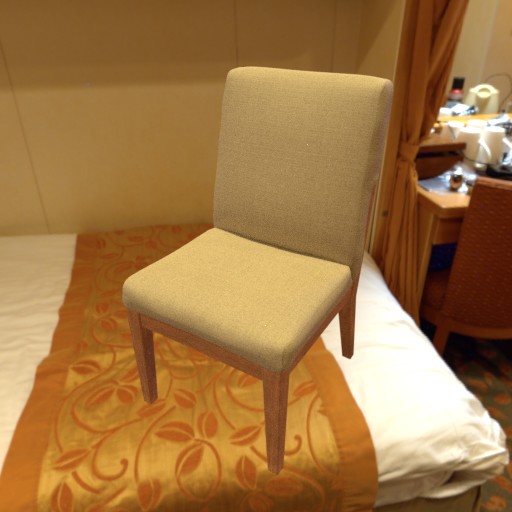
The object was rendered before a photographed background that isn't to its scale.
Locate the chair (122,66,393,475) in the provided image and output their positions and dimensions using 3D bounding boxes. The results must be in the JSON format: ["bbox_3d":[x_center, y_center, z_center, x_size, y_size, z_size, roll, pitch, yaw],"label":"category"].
[{"bbox_3d":[0.000,0.000,1.243,0.507,0.911,0.586,17,34,27],"label":"chair"}]
